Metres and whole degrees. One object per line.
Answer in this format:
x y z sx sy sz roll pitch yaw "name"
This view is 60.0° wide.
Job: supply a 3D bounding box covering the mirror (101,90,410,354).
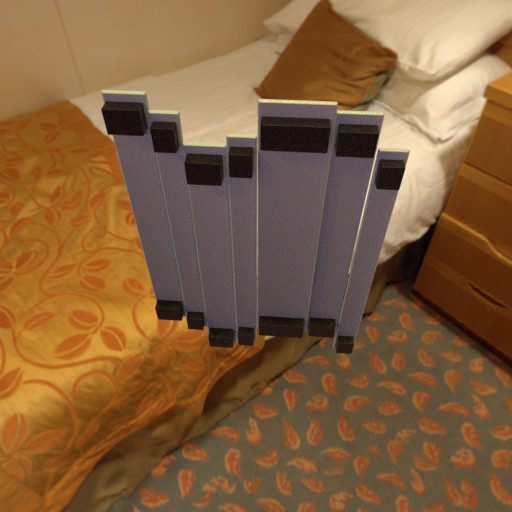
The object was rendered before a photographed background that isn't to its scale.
0.000 0.000 0.817 0.445 0.611 0.058 3 46 3 "mirror"
